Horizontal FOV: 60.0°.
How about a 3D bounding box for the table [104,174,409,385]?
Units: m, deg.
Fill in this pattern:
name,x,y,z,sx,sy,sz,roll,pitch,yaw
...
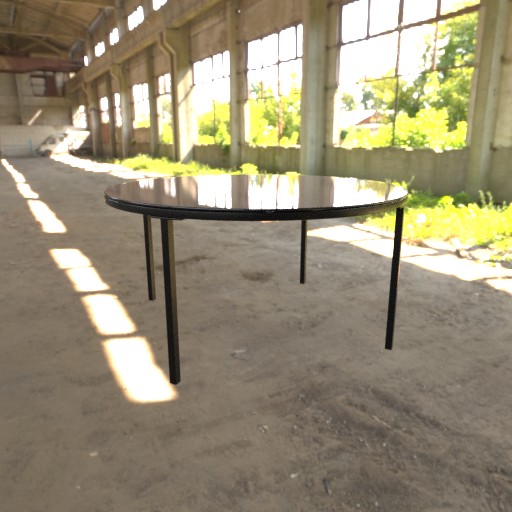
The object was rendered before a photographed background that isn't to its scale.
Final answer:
name,x,y,z,sx,sy,sz,roll,pitch,yaw
table,0.000,0.000,1.276,0.800,0.400,0.800,0,15,0
